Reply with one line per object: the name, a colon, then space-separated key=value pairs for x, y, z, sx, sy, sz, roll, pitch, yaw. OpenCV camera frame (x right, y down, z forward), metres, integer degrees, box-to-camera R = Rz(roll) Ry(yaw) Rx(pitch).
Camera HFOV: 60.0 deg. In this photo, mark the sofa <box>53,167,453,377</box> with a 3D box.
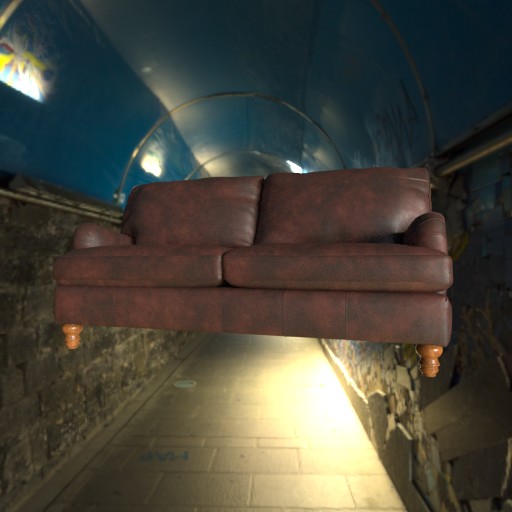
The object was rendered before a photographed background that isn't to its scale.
sofa: x=0.000 y=0.000 z=2.735 sx=2.144 sy=1.071 sz=1.147 roll=0 pitch=0 yaw=18
